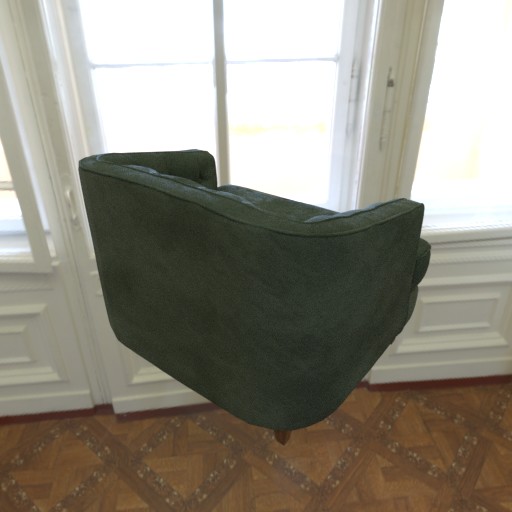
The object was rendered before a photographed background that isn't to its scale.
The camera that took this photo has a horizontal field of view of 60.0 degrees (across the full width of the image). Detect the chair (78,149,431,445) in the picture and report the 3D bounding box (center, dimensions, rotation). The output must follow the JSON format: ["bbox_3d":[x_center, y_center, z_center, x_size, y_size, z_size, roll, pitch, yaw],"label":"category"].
[{"bbox_3d":[0.000,0.000,1.738,1.104,0.852,0.941,21,36,32],"label":"chair"}]
